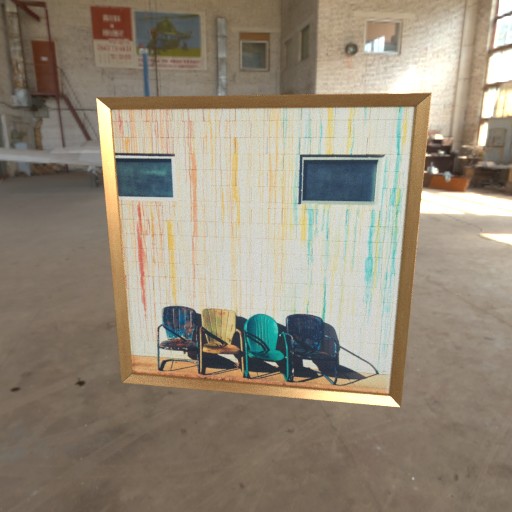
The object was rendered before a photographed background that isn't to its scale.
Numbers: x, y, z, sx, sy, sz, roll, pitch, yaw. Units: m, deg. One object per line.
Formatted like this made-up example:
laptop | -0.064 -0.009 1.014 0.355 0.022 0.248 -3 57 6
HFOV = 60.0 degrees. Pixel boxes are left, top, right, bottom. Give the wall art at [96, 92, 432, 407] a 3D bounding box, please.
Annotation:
wall art | 0.000 0.000 0.444 0.302 0.302 0.019 2 15 9
